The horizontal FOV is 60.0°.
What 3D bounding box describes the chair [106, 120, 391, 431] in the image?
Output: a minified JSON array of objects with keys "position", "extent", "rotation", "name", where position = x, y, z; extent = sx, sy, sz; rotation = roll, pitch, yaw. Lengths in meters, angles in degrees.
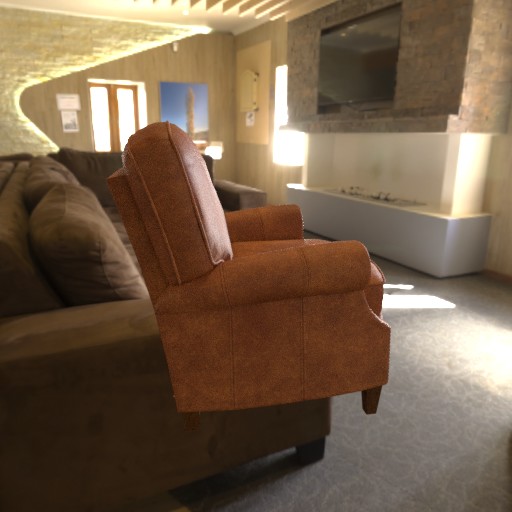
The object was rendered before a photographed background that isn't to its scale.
[{"position":[0.000,0.000,1.748],"extent":[0.986,1.018,0.936],"rotation":[-3,16,-9],"name":"chair"}]
